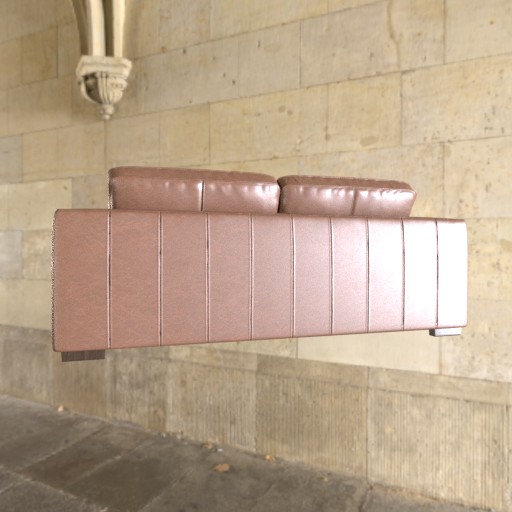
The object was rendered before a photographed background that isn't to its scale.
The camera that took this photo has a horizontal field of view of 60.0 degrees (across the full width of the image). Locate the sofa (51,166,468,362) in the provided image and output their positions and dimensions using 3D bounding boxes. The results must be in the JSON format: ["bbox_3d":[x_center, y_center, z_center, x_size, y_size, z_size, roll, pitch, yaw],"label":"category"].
[{"bbox_3d":[0.000,0.000,2.427,1.920,0.800,1.070,0,1,-17],"label":"sofa"}]
